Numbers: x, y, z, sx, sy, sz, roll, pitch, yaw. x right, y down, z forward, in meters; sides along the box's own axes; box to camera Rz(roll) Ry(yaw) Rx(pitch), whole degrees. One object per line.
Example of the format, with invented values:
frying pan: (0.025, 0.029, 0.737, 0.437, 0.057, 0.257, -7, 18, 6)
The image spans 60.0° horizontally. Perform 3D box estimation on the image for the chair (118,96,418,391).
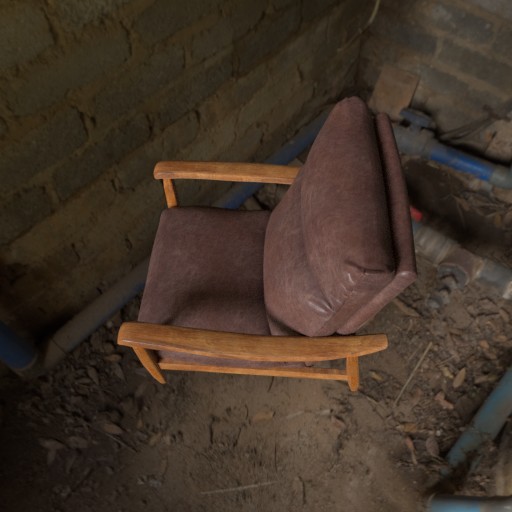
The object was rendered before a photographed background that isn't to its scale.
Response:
chair: (0.000, 0.000, 1.551, 0.830, 0.897, 0.782, 2, 58, 1)
